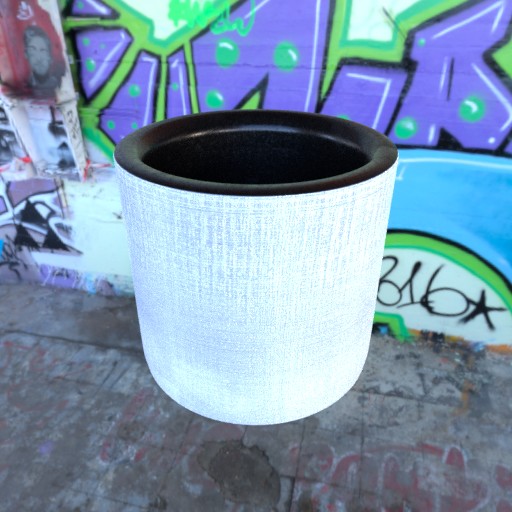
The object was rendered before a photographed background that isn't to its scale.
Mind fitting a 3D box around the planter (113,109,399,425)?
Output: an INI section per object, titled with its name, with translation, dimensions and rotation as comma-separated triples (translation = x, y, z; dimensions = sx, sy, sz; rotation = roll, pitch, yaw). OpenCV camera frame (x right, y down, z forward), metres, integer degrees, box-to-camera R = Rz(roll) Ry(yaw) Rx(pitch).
[planter]
translation = 0.000, 0.000, 0.292
dimensions = 0.160, 0.156, 0.160
rotation = 0, 31, 0
